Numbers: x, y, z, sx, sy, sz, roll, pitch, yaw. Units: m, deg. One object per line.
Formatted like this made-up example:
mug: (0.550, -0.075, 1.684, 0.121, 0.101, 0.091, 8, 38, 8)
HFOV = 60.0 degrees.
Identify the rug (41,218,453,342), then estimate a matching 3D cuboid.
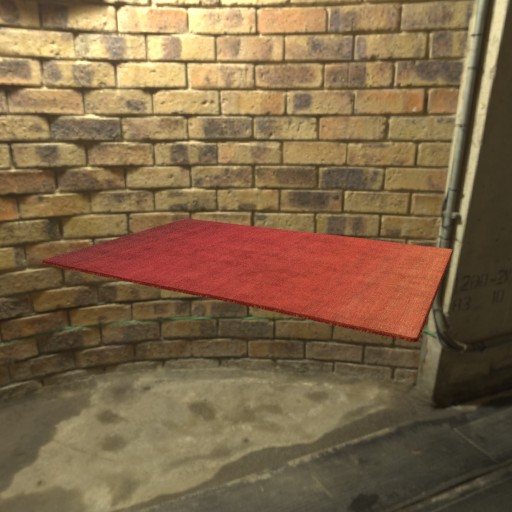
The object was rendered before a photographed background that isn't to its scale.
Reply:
rug: (0.000, 0.000, 2.358, 1.835, 0.018, 1.230, 9, 18, 27)
